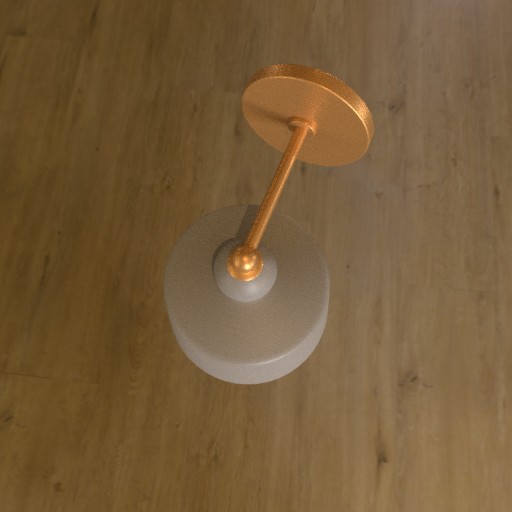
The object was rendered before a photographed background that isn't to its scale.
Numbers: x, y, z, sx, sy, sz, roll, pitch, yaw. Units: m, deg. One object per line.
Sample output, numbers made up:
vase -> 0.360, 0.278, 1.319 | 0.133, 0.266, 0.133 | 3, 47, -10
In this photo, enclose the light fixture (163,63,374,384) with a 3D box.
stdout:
light fixture -> 0.000, 0.000, 0.450 | 0.204, 0.268, 0.254 | 22, 75, 6
